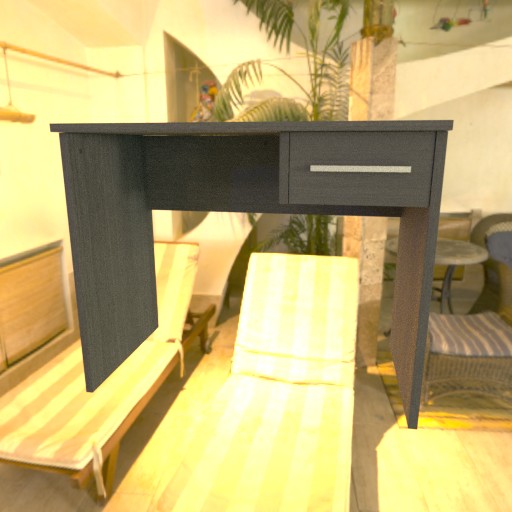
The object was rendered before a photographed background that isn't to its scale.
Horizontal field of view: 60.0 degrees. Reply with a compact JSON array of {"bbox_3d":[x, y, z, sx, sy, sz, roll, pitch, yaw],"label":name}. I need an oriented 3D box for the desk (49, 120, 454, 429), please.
[{"bbox_3d":[0.000,0.000,1.285,0.893,0.724,0.498,3,15,11],"label":"desk"}]
